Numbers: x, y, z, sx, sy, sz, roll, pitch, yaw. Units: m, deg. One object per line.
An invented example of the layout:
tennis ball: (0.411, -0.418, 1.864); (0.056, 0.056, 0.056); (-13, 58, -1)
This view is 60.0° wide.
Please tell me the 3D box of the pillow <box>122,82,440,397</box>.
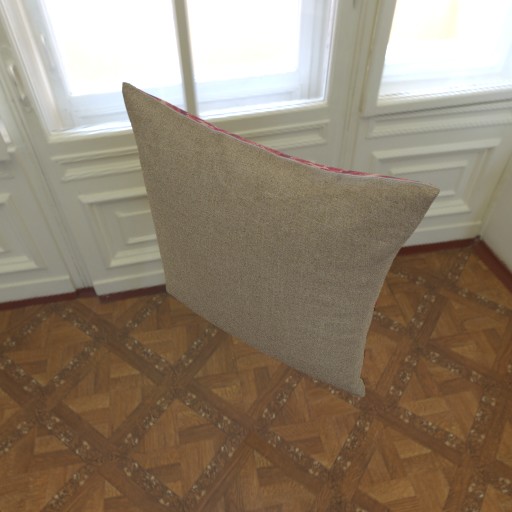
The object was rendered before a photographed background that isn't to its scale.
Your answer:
pillow: (0.000, 0.000, 0.794); (0.513, 0.511, 0.158); (25, 50, 23)
